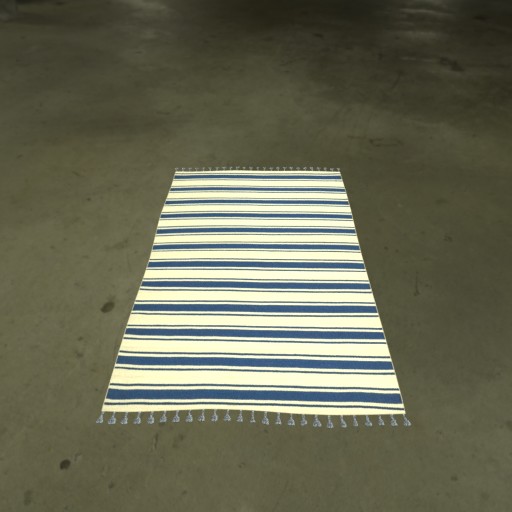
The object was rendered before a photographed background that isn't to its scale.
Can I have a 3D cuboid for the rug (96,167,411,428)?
[{"bbox_3d":[0.000,0.000,2.554,1.248,0.009,2.108,0,40,1],"label":"rug"}]
